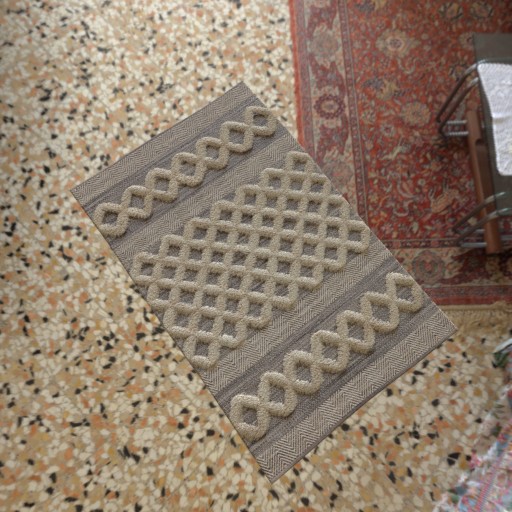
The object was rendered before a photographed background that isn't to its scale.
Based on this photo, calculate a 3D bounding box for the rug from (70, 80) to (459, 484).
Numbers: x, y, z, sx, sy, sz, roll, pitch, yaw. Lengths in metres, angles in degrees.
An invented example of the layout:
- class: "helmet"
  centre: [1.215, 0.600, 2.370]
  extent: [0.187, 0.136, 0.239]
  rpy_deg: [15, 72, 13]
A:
- class: "rug"
  centre: [0.000, 0.000, 2.958]
  extent: [1.513, 0.033, 2.333]
  rpy_deg: [-36, 77, -9]
